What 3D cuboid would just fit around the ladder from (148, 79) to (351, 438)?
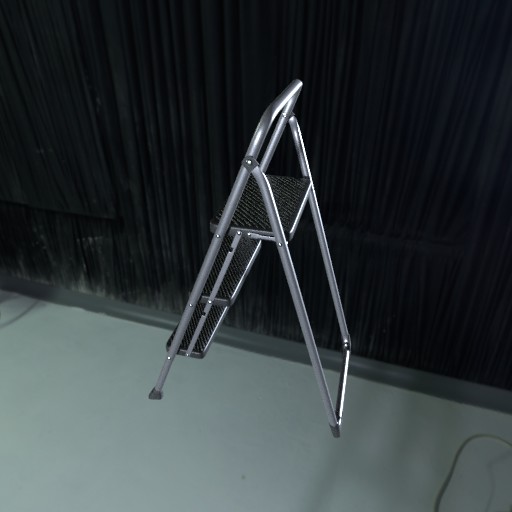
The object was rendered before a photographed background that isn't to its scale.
[{"bbox_3d":[0.000,0.000,1.314,0.629,0.945,0.430,8,33,12],"label":"ladder"}]
